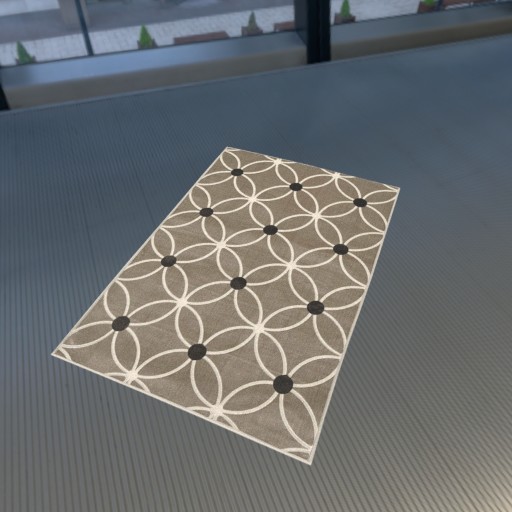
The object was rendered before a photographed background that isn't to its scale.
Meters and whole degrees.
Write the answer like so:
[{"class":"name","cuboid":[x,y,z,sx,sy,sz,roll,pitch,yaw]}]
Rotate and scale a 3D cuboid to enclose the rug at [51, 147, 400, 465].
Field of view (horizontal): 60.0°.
[{"class":"rug","cuboid":[0.000,0.000,2.982,1.522,0.008,2.284,17,48,16]}]
